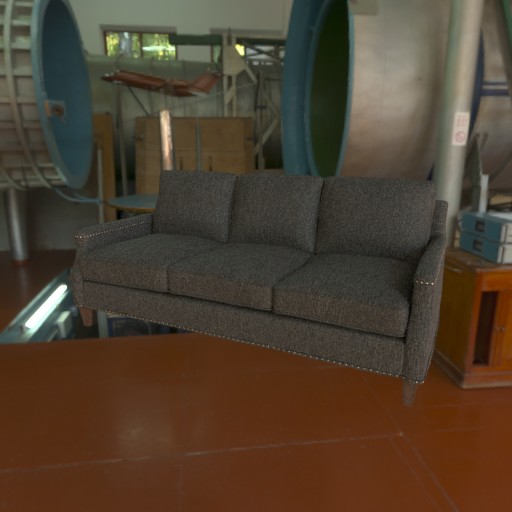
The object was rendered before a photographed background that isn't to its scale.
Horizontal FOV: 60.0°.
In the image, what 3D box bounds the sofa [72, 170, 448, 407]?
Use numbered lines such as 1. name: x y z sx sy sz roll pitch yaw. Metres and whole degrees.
1. sofa: 0.000 0.000 2.868 2.246 1.003 1.084 7 17 26
